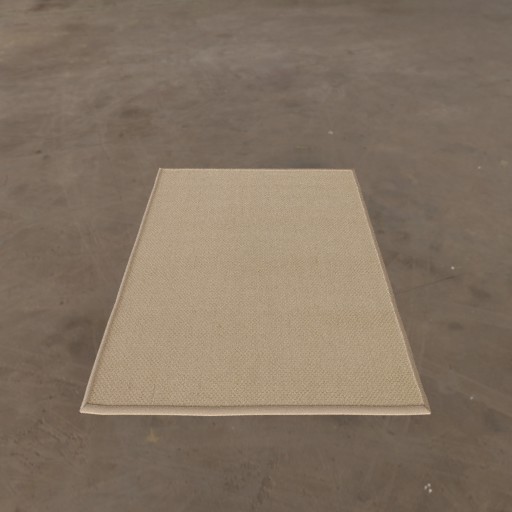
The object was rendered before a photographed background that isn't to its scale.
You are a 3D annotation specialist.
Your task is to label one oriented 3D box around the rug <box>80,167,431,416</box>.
[{"bbox_3d":[0.000,0.000,2.684,1.525,0.020,2.081,0,41,0],"label":"rug"}]
